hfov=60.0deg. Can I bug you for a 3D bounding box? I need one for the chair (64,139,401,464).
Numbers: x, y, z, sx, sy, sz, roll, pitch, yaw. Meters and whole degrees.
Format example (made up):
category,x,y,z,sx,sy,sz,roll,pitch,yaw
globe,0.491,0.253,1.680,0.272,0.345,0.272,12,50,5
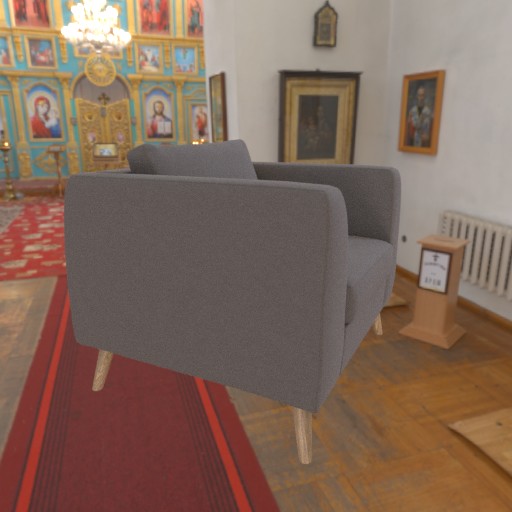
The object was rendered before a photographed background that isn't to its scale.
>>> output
category,x,y,z,sx,sy,sz,roll,pitch,yaw
chair,0.000,0.000,1.697,0.930,0.860,1.000,8,17,26
